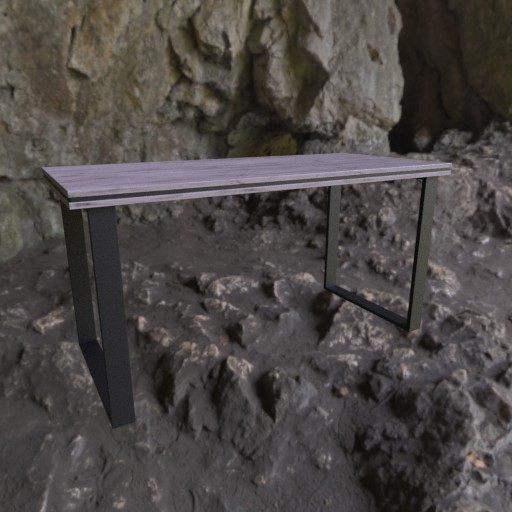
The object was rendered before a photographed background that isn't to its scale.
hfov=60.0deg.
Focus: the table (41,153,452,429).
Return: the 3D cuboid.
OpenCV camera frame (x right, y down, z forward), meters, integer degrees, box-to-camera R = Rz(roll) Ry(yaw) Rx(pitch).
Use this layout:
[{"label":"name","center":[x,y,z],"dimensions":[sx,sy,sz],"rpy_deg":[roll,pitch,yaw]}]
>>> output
[{"label":"table","center":[0.000,0.000,2.229],"dimensions":[1.778,0.899,0.795],"rpy_deg":[-10,20,-29]}]
